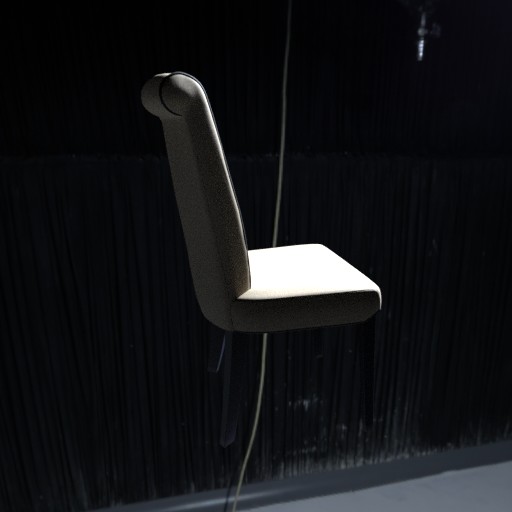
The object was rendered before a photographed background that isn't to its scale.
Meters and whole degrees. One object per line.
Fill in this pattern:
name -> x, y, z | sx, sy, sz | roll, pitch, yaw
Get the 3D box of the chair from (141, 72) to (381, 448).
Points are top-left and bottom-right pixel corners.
chair -> 0.000, 0.000, 1.367 | 0.623, 0.997, 0.522 | -3, 16, -11
